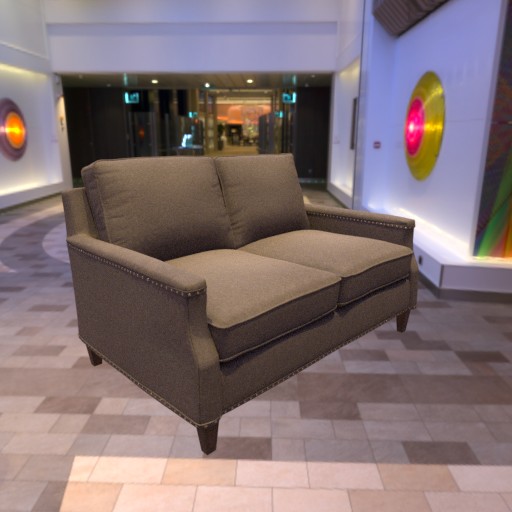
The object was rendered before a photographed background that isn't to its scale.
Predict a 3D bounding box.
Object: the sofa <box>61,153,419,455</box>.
[{"bbox_3d":[0.000,0.000,2.289,1.597,1.003,1.084,-15,21,-43],"label":"sofa"}]
